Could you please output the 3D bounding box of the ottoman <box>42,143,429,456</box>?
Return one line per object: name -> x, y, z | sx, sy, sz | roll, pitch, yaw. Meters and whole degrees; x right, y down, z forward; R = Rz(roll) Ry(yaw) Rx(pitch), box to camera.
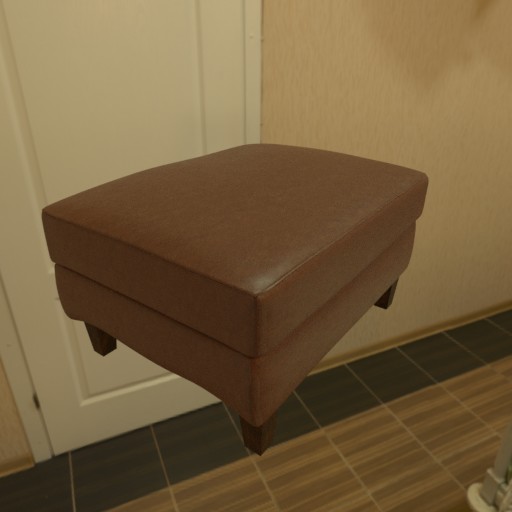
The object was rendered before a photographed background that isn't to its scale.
ottoman -> 0.000, 0.000, 1.218 | 0.650, 0.485, 0.851 | 18, 32, 32
